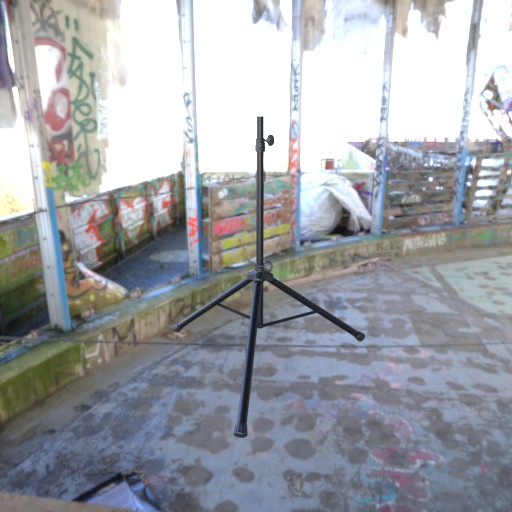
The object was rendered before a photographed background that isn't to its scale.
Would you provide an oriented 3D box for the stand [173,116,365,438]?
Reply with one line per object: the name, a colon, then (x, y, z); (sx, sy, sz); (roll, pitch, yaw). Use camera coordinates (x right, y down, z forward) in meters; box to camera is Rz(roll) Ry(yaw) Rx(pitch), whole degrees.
stand: (0.000, 0.000, 1.868); (1.045, 1.136, 0.907); (2, 16, 8)
